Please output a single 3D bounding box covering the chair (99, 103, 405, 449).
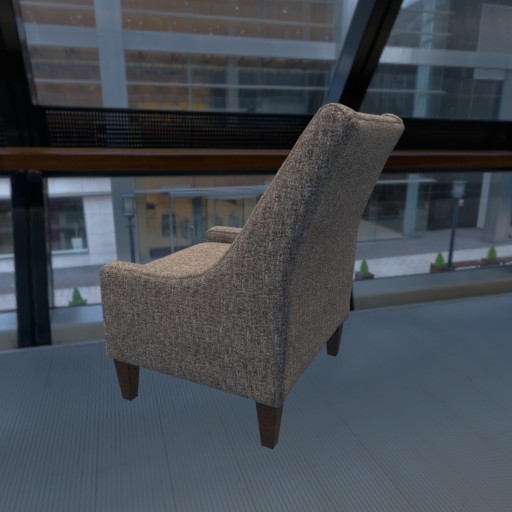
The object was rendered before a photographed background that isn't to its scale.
[{"bbox_3d":[0.000,0.000,1.641,0.870,1.014,0.774,8,17,26],"label":"chair"}]
